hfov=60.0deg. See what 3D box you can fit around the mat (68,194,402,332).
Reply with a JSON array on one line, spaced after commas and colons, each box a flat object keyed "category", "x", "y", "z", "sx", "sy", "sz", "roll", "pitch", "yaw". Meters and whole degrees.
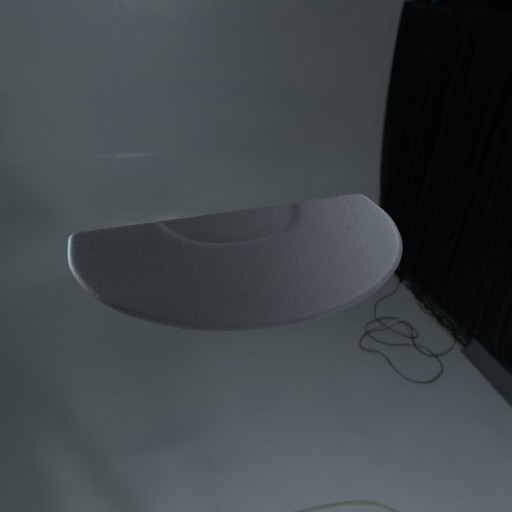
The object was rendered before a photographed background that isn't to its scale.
[{"category": "mat", "x": 0.000, "y": 0.000, "z": 1.879, "sx": 1.525, "sy": 0.016, "sz": 0.917, "roll": -10, "pitch": 33, "yaw": -15}]
